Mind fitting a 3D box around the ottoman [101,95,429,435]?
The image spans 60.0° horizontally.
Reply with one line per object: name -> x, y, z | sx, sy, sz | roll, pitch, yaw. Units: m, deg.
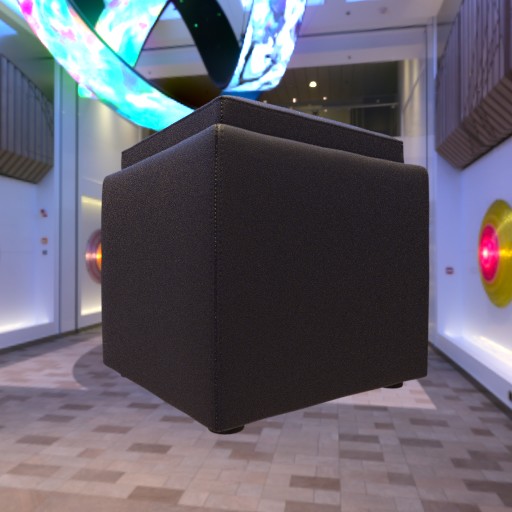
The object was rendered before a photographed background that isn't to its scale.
ottoman -> 0.000, 0.000, 0.826 | 0.451, 0.460, 0.450 | 0, -1, -36
